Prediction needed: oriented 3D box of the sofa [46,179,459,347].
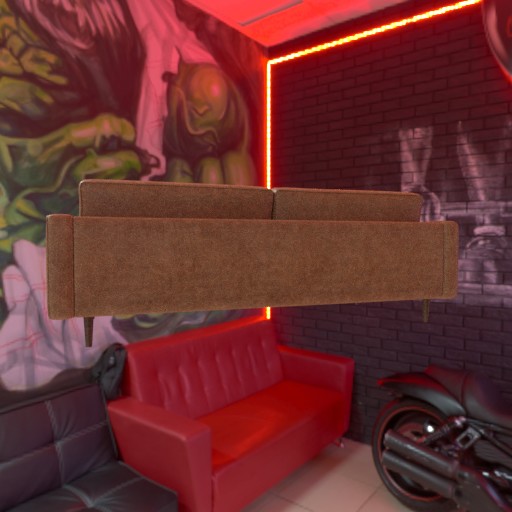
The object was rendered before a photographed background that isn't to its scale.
[{"bbox_3d":[0.000,0.000,2.639,2.200,0.770,0.919,-1,2,-19],"label":"sofa"}]
